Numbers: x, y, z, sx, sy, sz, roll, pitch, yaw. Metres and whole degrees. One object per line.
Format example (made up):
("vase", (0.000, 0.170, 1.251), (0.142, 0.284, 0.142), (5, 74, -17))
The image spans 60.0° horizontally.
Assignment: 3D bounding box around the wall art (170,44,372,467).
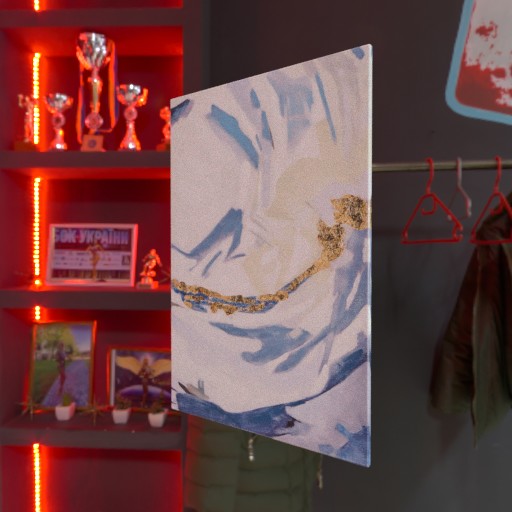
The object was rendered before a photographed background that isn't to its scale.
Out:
("wall art", (0.000, 0.000, 1.136), (0.610, 0.914, 0.016), (1, 1, 36))
